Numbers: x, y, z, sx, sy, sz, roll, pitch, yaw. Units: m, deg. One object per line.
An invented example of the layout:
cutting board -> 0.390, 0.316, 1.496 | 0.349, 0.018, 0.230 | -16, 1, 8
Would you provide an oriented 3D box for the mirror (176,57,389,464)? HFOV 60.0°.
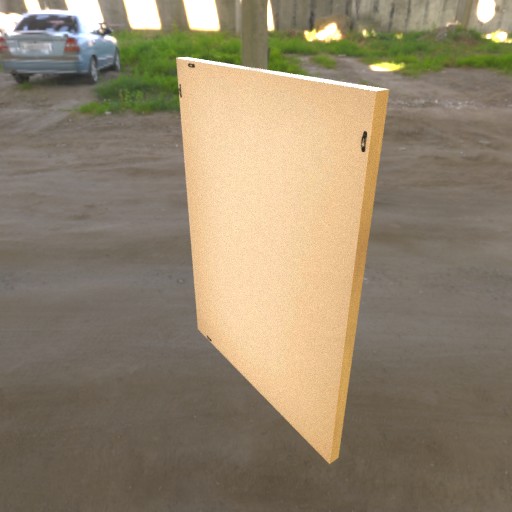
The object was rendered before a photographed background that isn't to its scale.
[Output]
mirror -> 0.000, 0.000, 1.304 | 0.041, 1.016, 0.762 | -19, 35, -31
